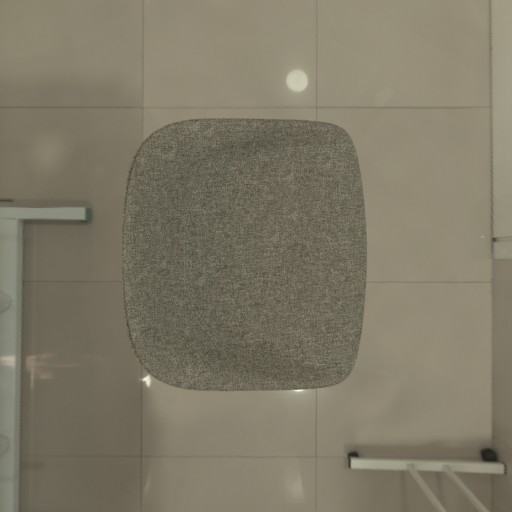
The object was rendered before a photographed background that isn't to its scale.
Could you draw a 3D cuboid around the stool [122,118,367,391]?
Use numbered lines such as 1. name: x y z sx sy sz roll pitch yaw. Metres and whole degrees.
1. stool: 0.000 0.000 1.102 0.480 0.814 0.469 0 90 0
